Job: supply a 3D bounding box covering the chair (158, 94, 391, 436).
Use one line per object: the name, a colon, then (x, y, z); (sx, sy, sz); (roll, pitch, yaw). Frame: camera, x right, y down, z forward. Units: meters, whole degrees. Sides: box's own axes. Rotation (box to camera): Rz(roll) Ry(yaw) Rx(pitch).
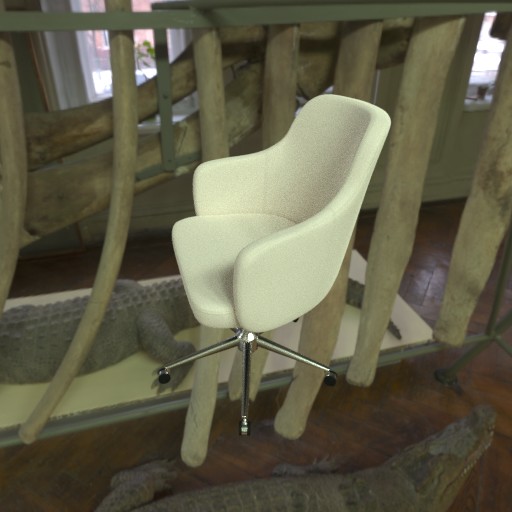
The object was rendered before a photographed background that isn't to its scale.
chair: (0.000, 0.000, 1.284); (0.647, 0.819, 0.602); (-8, 32, -14)
